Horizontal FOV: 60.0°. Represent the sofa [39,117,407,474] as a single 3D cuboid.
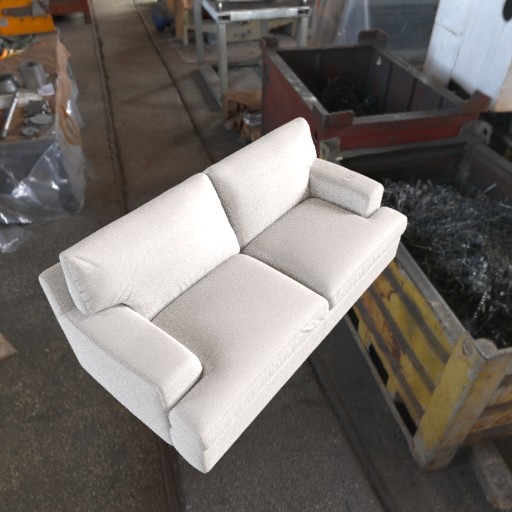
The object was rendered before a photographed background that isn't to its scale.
[{"bbox_3d":[0.000,0.000,2.823,1.143,0.940,2.261,28,48,28],"label":"sofa"}]
